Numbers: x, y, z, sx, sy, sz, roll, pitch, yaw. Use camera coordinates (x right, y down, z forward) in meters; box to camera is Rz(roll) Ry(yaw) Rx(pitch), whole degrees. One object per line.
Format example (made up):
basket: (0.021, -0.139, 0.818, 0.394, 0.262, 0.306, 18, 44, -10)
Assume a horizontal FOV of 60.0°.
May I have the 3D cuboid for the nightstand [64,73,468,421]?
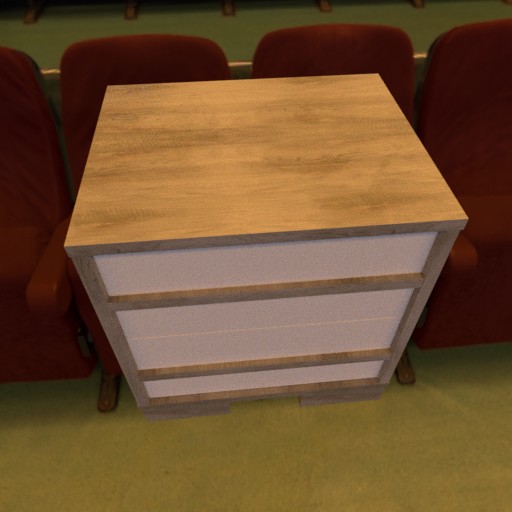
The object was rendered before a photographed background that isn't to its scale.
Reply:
nightstand: (0.000, 0.000, 0.744, 0.427, 0.448, 0.347, -4, 47, -4)
